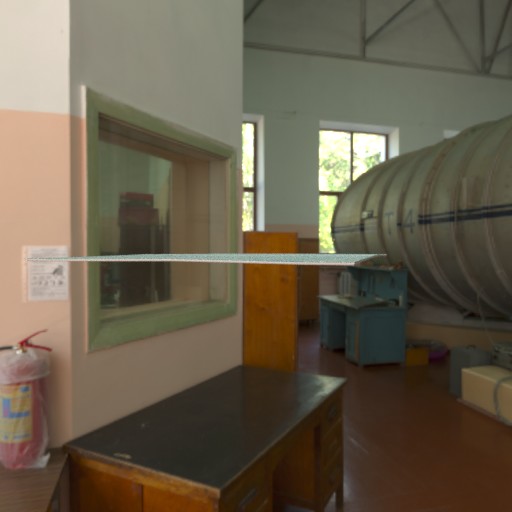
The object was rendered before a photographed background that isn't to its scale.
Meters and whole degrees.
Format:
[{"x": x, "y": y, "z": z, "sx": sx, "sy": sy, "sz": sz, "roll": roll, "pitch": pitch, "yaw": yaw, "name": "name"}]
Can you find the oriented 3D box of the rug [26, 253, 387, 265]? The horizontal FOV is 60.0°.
[{"x": 0.000, "y": 0.000, "z": 2.997, "sx": 1.593, "sy": 0.029, "sz": 2.305, "roll": 0, "pitch": 1, "yaw": 20, "name": "rug"}]
